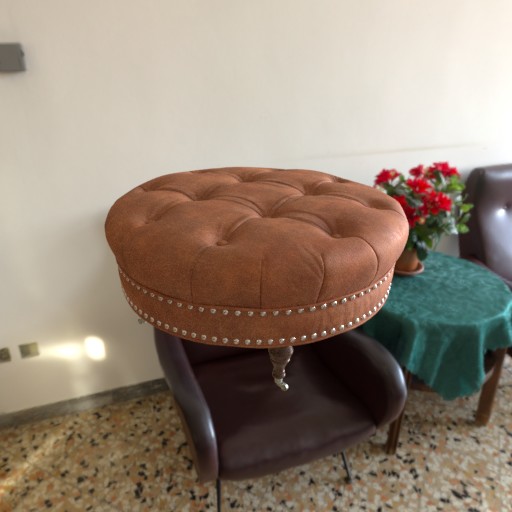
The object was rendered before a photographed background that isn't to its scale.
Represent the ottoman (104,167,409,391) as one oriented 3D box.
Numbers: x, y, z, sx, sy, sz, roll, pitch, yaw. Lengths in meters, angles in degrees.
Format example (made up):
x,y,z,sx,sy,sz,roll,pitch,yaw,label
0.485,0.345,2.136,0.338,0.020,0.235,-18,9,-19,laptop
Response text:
x,y,z,sx,sy,sz,roll,pitch,yaw,label
0.000,0.000,1.428,0.901,0.444,0.901,0,25,0,ottoman
